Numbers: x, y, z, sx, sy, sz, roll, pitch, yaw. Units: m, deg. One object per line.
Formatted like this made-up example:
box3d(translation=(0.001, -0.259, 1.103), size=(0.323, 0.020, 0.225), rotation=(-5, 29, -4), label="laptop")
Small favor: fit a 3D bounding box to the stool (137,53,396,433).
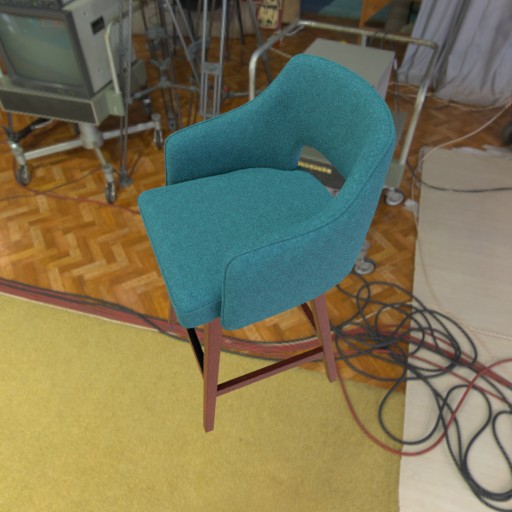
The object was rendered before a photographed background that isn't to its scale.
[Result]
box3d(translation=(0.000, 0.000, 1.285), size=(0.556, 0.961, 0.548), rotation=(-17, 49, -15), label="stool")
